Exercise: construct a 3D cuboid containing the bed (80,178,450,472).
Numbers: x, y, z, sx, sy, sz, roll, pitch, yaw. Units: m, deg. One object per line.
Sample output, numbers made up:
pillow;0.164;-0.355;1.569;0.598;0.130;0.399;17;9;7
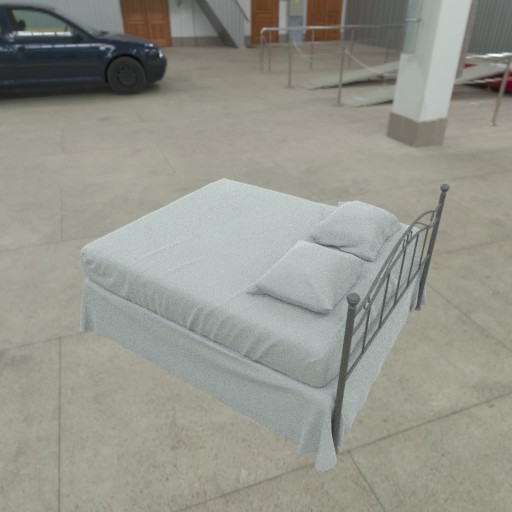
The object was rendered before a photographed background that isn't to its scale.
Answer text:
bed;0.000;0.000;3.296;2.215;1.080;1.936;19;36;29
